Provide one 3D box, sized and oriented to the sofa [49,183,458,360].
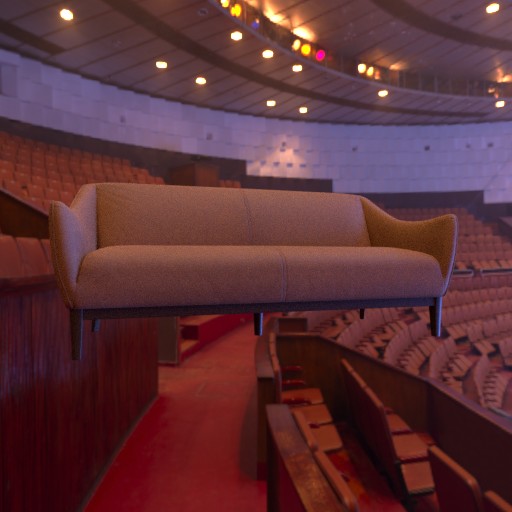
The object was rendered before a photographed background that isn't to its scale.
[{"bbox_3d":[0.000,0.000,2.365,1.928,0.830,0.869,0,0,-17],"label":"sofa"}]
